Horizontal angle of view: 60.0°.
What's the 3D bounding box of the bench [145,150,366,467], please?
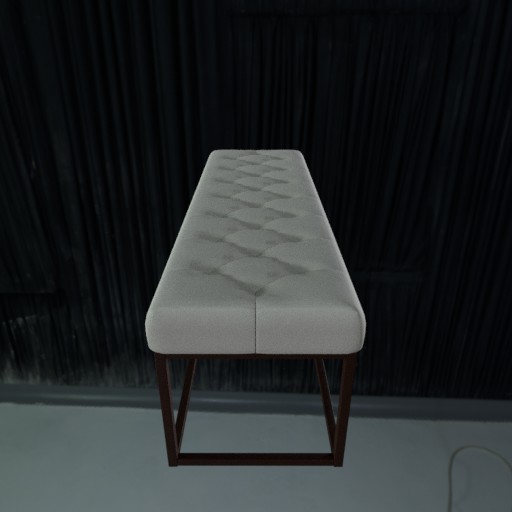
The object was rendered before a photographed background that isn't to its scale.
[{"bbox_3d":[0.000,0.000,1.687,0.479,0.488,1.488,0,26,0],"label":"bench"}]
